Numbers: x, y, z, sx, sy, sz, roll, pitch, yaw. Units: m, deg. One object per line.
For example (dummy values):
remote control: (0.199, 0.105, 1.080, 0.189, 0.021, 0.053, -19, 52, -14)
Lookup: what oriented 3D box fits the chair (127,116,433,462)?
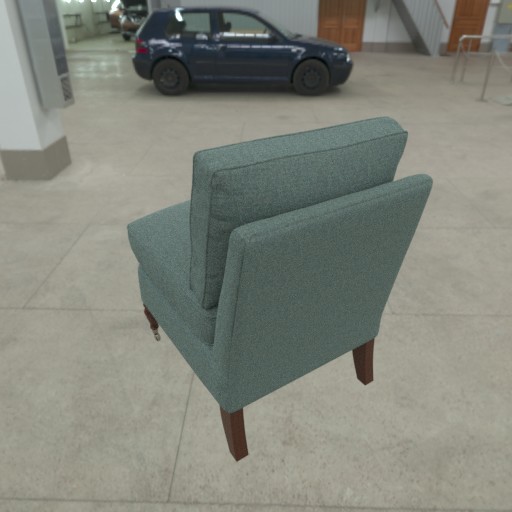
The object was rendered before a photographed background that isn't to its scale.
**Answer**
chair: (0.000, 0.000, 1.443, 0.624, 0.901, 0.796, -19, 35, -29)
